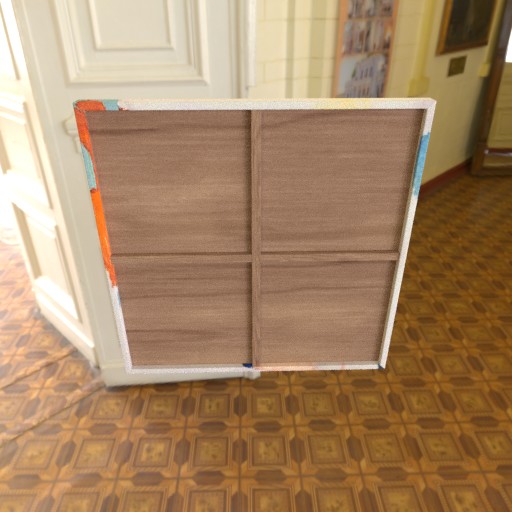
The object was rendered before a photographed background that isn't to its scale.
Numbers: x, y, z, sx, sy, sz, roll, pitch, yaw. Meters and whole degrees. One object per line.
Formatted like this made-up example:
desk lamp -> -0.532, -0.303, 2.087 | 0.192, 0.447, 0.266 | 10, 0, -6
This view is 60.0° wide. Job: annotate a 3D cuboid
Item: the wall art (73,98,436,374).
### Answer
wall art -> 0.000, 0.000, 1.206 | 0.814, 0.814, 0.037 | -1, 30, -1
